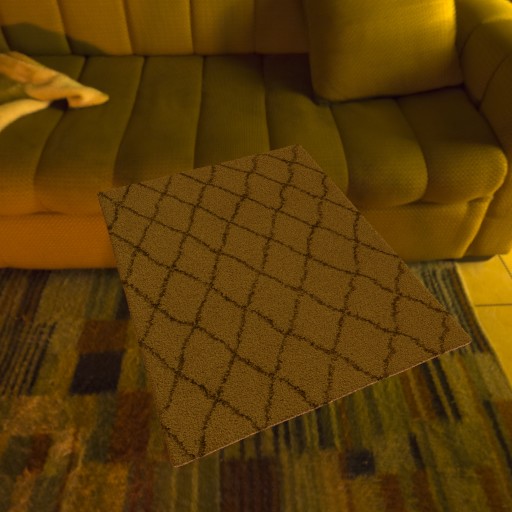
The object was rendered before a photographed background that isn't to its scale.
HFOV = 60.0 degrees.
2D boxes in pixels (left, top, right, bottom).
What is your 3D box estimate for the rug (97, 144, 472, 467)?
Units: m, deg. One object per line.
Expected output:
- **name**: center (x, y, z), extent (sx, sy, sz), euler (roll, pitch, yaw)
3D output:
- **rug**: center (0.000, 0.000, 4.132), extent (2.438, 0.029, 3.047), euler (-17, 49, -15)
